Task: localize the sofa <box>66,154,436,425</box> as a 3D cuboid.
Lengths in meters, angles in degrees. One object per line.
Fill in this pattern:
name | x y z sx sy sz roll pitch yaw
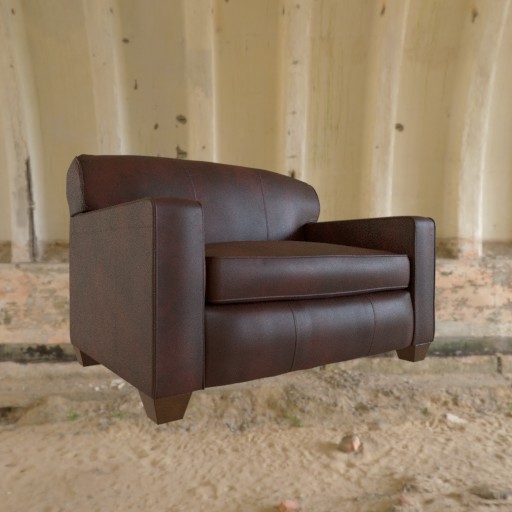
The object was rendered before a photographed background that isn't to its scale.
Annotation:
sofa | 0.000 0.000 1.997 1.413 0.956 1.000 0 1 -36
